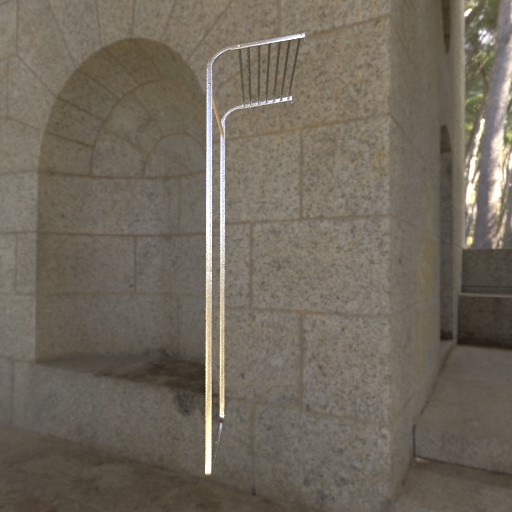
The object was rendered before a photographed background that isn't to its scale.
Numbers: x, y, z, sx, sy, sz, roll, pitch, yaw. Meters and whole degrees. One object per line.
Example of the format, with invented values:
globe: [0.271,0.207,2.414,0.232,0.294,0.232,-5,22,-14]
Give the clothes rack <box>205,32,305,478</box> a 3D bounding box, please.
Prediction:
clothes rack: [0.000,0.000,1.850,0.349,1.574,0.609,0,-1,0]
